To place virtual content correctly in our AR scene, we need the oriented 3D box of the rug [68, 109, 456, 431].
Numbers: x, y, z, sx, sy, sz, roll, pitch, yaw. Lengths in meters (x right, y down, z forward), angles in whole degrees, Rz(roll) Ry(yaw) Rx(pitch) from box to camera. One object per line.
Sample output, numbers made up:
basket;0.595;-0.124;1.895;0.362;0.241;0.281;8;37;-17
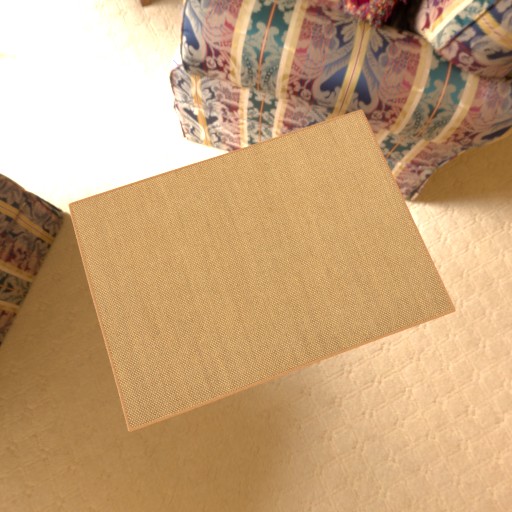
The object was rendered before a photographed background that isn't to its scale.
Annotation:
rug;0.000;0.000;2.872;2.134;0.013;1.524;-19;77;-5
